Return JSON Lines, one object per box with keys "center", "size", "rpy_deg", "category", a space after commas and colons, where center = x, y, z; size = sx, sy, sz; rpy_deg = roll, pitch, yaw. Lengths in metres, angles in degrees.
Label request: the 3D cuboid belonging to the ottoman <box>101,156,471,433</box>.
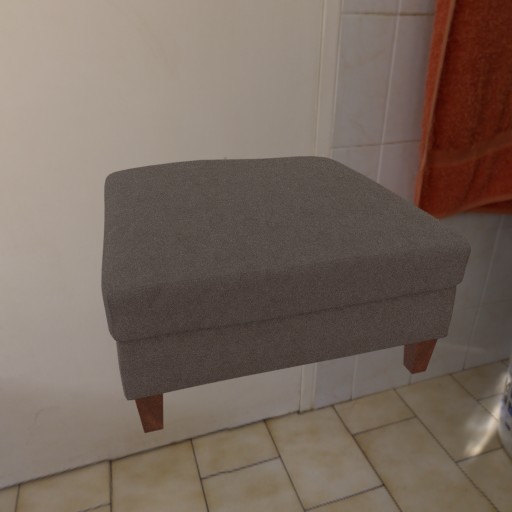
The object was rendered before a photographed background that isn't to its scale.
{"center": [0.000, 0.000, 1.411], "size": [0.881, 0.482, 0.861], "rpy_deg": [-7, 28, -15], "category": "ottoman"}
